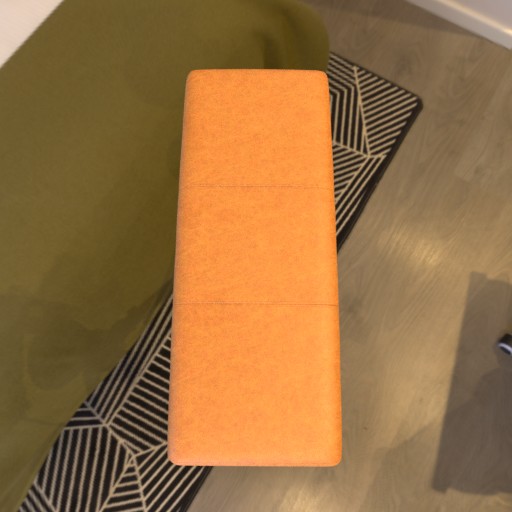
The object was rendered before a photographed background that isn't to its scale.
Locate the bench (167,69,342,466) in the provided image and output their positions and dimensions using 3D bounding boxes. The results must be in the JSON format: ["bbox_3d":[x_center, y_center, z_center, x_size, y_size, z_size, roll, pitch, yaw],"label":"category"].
[{"bbox_3d":[0.000,0.000,1.906,0.653,0.399,1.610,0,76,0],"label":"bench"}]
